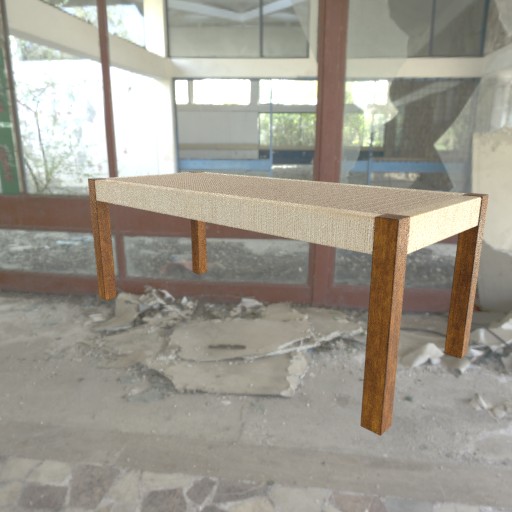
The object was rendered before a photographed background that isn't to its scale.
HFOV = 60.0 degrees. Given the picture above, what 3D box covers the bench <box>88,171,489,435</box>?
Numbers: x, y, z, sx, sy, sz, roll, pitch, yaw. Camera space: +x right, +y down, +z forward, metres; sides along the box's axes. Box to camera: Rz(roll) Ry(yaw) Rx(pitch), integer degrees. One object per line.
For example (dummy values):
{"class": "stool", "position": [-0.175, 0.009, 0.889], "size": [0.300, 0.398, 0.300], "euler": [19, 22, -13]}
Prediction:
{"class": "bench", "position": [0.000, 0.000, 1.439], "size": [1.198, 0.457, 0.507], "euler": [14, 20, 42]}
